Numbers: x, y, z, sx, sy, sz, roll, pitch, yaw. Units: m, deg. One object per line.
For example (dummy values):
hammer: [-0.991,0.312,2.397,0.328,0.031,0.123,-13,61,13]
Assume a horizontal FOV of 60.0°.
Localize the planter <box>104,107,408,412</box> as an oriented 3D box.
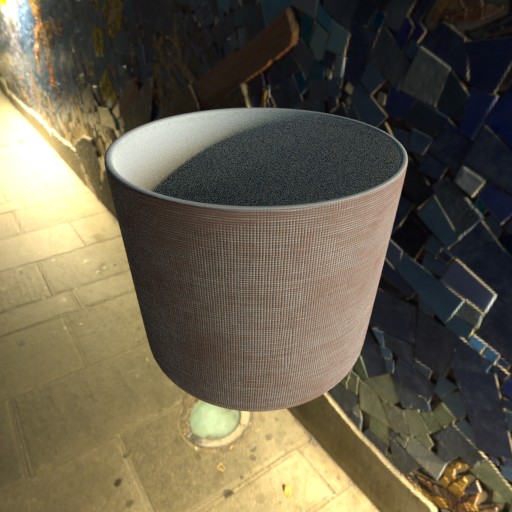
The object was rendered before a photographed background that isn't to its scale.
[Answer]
planter: [0.000,0.000,0.773,0.440,0.398,0.440,0,32,0]
